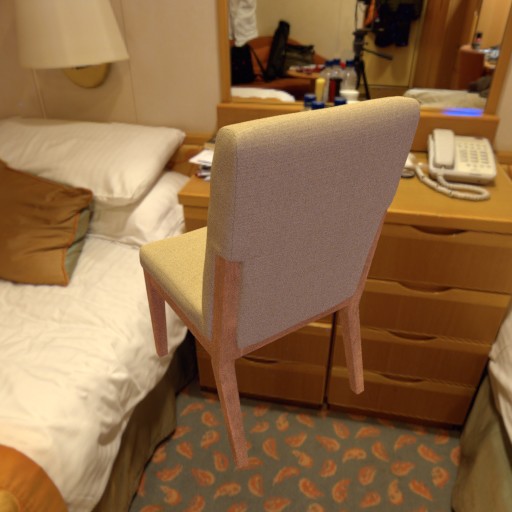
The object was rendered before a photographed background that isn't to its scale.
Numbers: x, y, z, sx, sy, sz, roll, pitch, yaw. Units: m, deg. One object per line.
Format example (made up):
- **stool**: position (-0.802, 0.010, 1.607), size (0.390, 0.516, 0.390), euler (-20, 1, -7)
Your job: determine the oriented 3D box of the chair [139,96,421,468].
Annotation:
- **chair**: position (0.000, 0.000, 1.261), size (0.507, 0.911, 0.586), euler (-20, 36, -29)
